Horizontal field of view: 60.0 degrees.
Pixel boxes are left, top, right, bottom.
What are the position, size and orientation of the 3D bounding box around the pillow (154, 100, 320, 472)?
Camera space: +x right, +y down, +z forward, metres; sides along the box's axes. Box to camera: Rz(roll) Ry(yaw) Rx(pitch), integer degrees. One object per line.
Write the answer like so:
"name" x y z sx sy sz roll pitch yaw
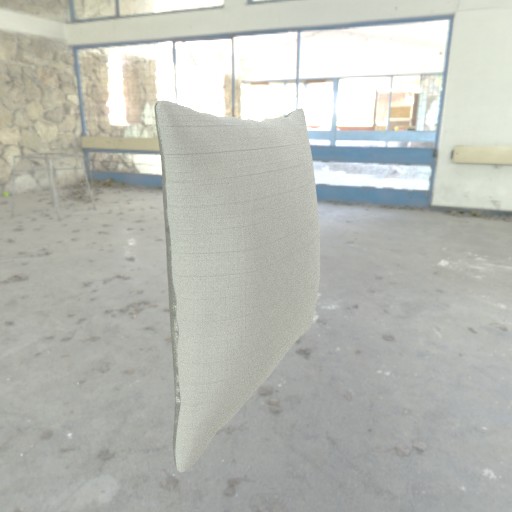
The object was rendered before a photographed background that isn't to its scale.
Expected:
"pillow" 0.000 0.000 0.712 0.175 0.464 0.470 8 18 24
